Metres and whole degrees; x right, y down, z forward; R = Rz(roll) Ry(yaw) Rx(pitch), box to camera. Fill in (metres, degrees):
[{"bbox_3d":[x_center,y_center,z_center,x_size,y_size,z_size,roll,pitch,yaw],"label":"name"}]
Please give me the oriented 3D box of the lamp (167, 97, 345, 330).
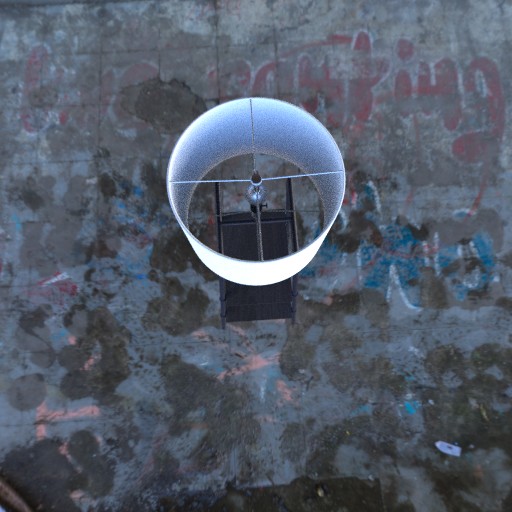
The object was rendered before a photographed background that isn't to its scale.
[{"bbox_3d":[0.000,0.000,1.649,0.384,1.474,0.427,-4,77,-1],"label":"lamp"}]
